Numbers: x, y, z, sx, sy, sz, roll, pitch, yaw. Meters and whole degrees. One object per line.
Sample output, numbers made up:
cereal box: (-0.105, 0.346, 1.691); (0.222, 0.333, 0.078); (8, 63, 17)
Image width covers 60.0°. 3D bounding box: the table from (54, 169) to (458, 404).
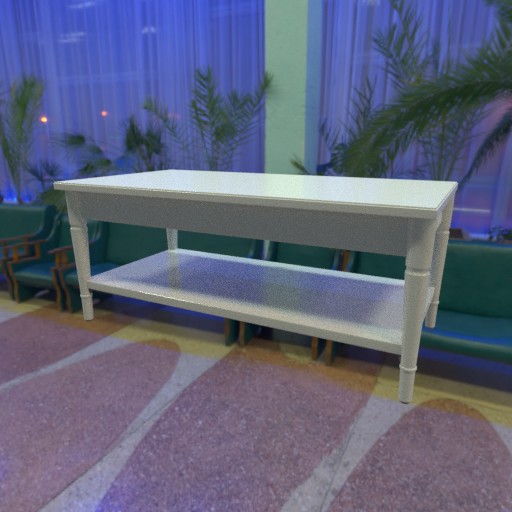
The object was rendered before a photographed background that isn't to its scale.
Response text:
table: (0.000, 0.000, 1.378); (1.067, 0.457, 0.559); (8, 17, 26)
